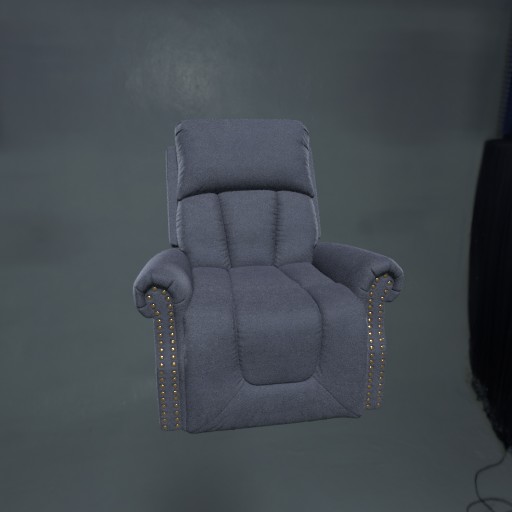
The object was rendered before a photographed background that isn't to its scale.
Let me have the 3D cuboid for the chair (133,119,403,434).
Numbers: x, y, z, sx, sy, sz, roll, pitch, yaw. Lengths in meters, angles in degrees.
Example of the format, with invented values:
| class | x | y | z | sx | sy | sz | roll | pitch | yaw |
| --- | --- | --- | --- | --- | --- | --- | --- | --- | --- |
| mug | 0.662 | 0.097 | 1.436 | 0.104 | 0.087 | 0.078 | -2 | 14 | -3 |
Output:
| class | x | y | z | sx | sy | sz | roll | pitch | yaw |
| --- | --- | --- | --- | --- | --- | --- | --- | --- | --- |
| chair | 0.000 | 0.000 | 1.740 | 0.871 | 1.031 | 0.979 | -3 | 17 | -9 |
